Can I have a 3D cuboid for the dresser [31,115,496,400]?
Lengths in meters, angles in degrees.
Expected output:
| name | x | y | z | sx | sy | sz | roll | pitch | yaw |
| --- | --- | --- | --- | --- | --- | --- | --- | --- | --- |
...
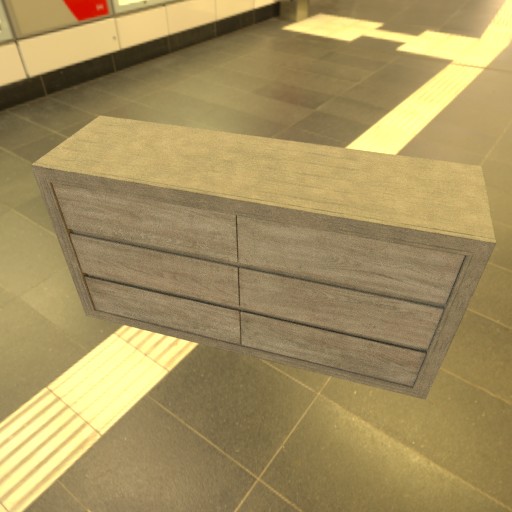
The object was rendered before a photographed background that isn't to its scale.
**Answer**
| name | x | y | z | sx | sy | sz | roll | pitch | yaw |
| --- | --- | --- | --- | --- | --- | --- | --- | --- | --- |
| dresser | 0.000 | 0.000 | 1.951 | 1.628 | 0.889 | 0.483 | 11 | 42 | 13 |
